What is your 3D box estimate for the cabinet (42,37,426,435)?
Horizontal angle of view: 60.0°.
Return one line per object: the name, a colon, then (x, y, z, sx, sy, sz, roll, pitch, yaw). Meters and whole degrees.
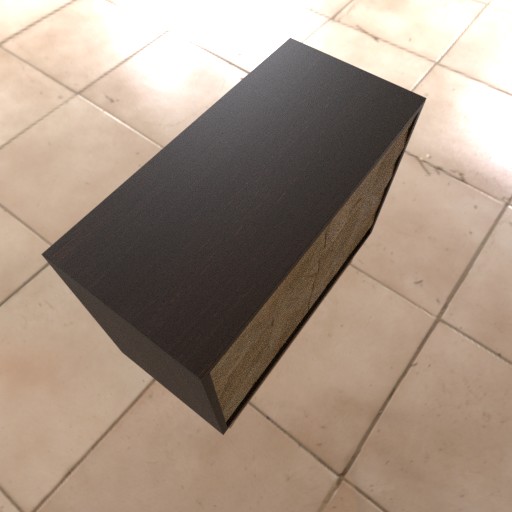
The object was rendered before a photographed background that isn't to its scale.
cabinet: (0.000, 0.000, 1.453, 0.451, 0.860, 0.950, 33, 65, 18)
